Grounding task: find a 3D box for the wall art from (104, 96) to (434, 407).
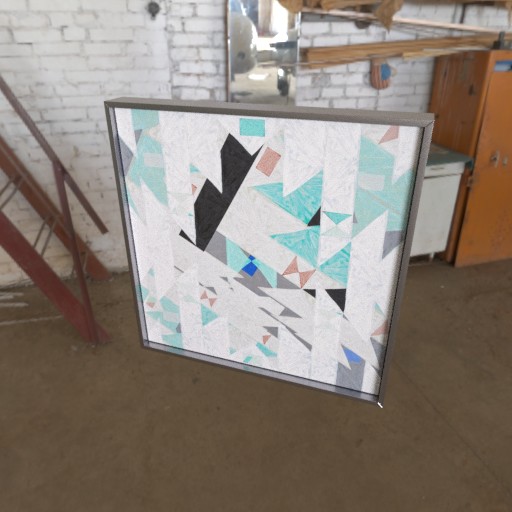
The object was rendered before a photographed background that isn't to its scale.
[{"bbox_3d":[0.000,0.000,0.542,0.350,0.350,0.038,9,29,17],"label":"wall art"}]
